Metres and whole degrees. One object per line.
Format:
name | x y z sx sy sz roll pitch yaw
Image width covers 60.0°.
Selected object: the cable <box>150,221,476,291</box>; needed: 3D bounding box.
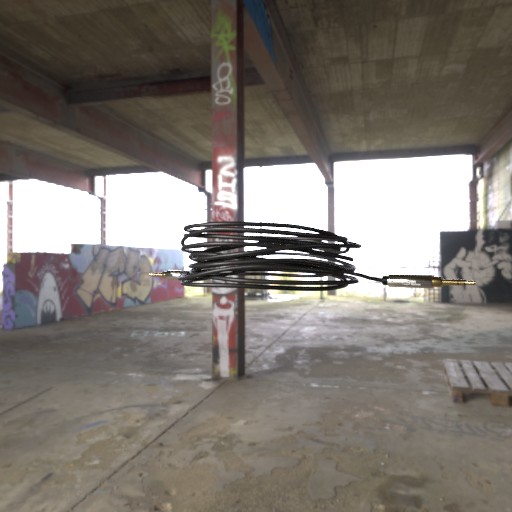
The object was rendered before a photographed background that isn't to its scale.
cable | 0.000 0.000 0.499 0.432 0.069 0.198 0 -1 35
